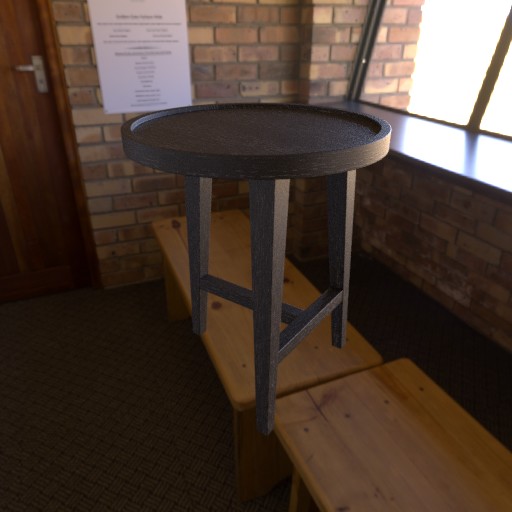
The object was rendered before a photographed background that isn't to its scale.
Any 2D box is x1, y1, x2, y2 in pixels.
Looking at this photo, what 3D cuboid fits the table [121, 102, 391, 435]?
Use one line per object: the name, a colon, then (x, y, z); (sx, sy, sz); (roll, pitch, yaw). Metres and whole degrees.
table: (0.000, 0.000, 0.781); (0.399, 0.460, 0.399); (0, 27, 0)
